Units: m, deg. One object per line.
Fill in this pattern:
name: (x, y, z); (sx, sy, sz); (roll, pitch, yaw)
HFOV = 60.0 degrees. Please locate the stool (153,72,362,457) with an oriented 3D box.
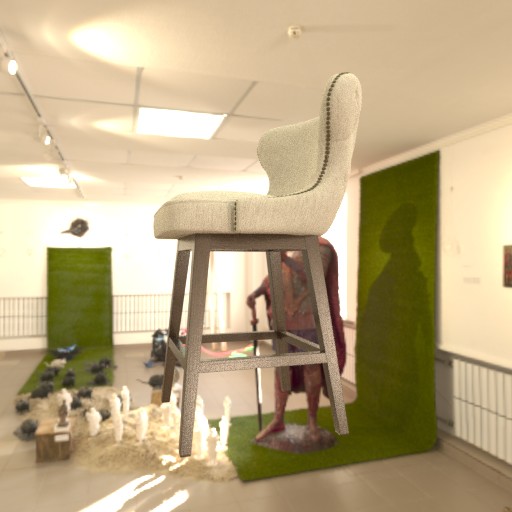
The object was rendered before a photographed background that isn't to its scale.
stool: (0.000, 0.000, 1.361); (0.597, 0.972, 0.615); (0, 0, -18)
